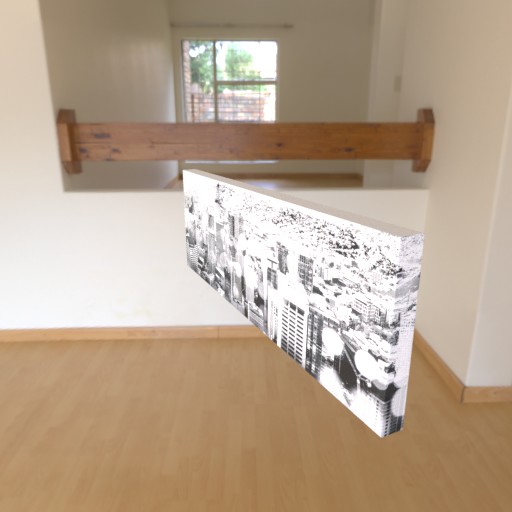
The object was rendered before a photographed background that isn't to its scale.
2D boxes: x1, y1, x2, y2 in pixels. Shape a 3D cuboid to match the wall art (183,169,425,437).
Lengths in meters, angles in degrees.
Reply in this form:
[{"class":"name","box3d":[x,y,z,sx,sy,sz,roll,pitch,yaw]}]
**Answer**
[{"class":"wall art","box3d":[0.000,0.000,0.842,0.038,0.255,0.763,-8,19,-25]}]
